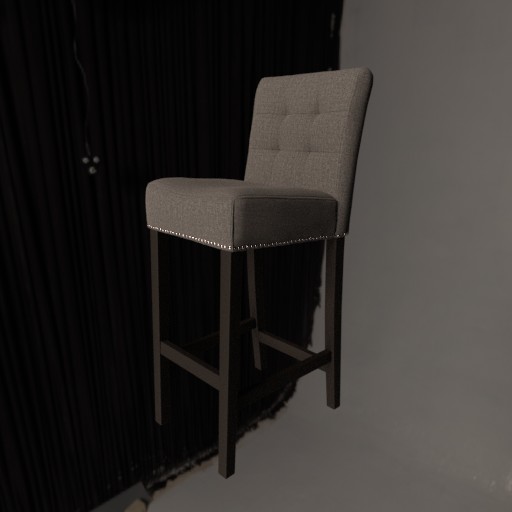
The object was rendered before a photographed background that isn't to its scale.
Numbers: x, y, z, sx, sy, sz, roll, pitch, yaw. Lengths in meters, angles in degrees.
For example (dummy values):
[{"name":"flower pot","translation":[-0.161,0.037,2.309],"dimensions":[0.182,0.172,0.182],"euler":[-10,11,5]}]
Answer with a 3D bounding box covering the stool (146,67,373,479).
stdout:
[{"name":"stool","translation":[0.000,0.000,1.316],"dimensions":[0.548,1.047,0.411],"euler":[-15,22,-42]}]
